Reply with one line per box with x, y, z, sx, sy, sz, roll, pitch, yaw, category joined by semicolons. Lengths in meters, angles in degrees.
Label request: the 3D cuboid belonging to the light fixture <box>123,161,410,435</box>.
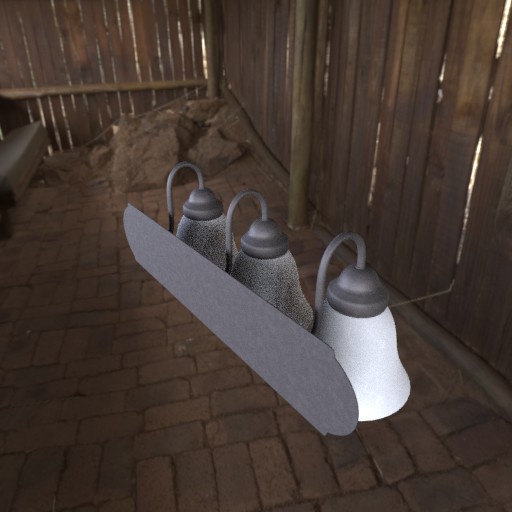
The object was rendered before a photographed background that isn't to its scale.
0.000;0.000;0.693;0.199;0.222;0.610;-18;32;-32;light fixture
